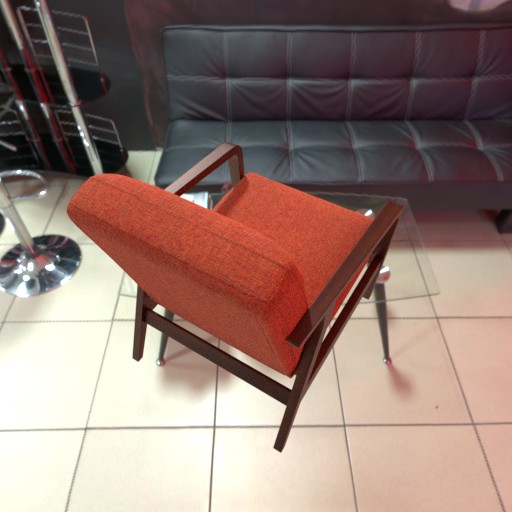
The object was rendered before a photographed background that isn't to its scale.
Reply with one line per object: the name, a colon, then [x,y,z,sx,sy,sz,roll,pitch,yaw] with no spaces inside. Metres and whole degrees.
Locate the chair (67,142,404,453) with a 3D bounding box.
chair: [0.000,0.000,1.504,0.719,0.890,0.860,25,52,21]
